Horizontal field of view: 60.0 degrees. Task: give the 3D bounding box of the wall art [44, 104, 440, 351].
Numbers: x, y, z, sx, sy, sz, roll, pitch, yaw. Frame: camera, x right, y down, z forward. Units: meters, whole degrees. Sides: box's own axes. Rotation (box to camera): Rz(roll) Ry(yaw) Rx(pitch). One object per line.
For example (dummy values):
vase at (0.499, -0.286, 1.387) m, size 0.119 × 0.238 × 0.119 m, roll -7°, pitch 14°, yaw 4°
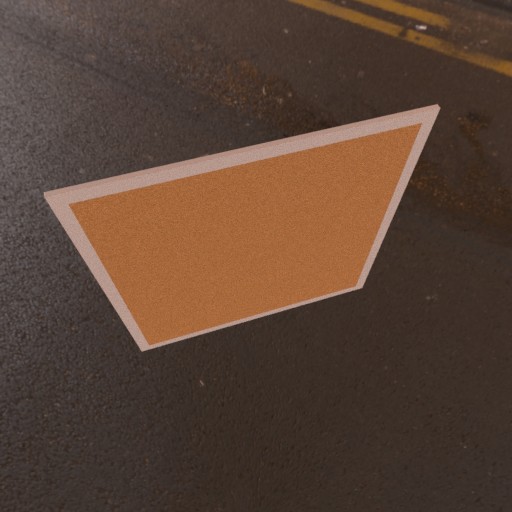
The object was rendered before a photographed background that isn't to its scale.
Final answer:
wall art at (0.000, 0.000, 1.219) m, size 0.812 × 0.813 × 0.013 m, roll -15°, pitch 59°, yaw -9°
